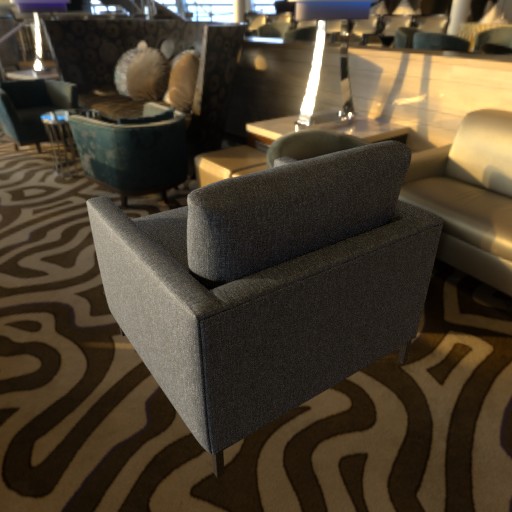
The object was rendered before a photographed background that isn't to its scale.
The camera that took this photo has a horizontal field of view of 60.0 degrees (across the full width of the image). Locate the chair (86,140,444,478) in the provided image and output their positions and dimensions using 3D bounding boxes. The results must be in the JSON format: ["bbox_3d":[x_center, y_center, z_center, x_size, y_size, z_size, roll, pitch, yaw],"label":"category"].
[{"bbox_3d":[0.000,0.000,1.630,0.963,0.861,0.866,-19,35,-30],"label":"chair"}]
